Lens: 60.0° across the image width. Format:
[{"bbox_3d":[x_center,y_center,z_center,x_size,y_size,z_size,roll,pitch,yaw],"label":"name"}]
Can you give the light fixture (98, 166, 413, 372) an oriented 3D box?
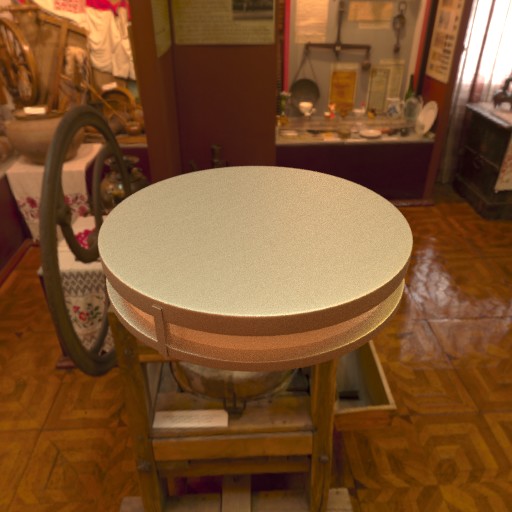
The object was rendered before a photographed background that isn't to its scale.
[{"bbox_3d":[0.000,0.000,0.546,0.356,0.102,0.356,0,32,0],"label":"light fixture"}]
